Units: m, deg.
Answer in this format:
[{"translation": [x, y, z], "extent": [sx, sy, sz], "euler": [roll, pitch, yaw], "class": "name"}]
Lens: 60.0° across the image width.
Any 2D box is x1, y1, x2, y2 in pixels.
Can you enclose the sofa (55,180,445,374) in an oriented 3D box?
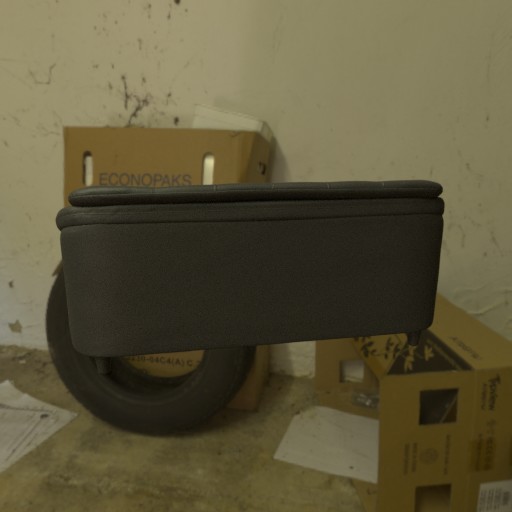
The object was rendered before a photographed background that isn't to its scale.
[{"translation": [0.000, 0.000, 2.265], "extent": [1.829, 0.811, 0.800], "euler": [-3, 15, -10], "class": "sofa"}]
